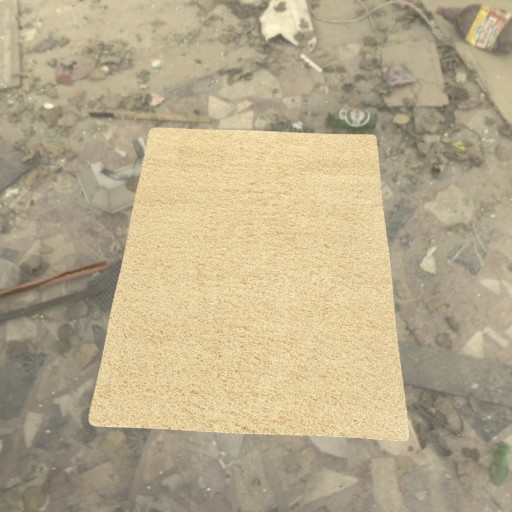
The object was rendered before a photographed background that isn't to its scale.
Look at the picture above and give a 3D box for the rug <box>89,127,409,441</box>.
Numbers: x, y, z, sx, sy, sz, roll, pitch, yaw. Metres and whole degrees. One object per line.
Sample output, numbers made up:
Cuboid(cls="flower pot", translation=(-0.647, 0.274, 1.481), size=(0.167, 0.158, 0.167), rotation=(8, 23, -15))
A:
Cuboid(cls="rug", translation=(0.000, 0.000, 4.001), size=(2.401, 0.025, 3.001), rotation=(2, 62, 1))
